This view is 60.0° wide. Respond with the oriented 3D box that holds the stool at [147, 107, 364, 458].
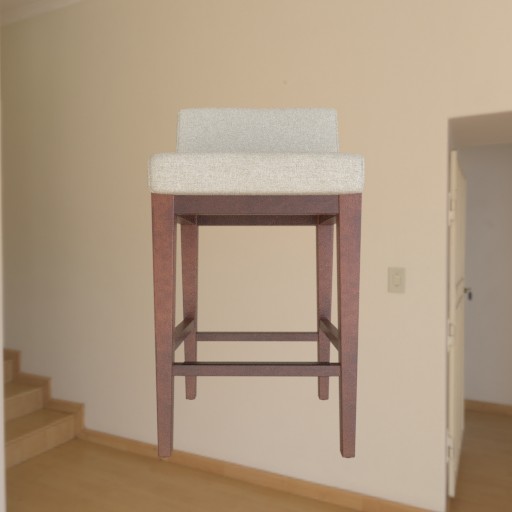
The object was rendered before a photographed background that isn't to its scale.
[{"bbox_3d":[0.000,0.000,1.246,0.511,0.937,0.500,0,1,0],"label":"stool"}]
